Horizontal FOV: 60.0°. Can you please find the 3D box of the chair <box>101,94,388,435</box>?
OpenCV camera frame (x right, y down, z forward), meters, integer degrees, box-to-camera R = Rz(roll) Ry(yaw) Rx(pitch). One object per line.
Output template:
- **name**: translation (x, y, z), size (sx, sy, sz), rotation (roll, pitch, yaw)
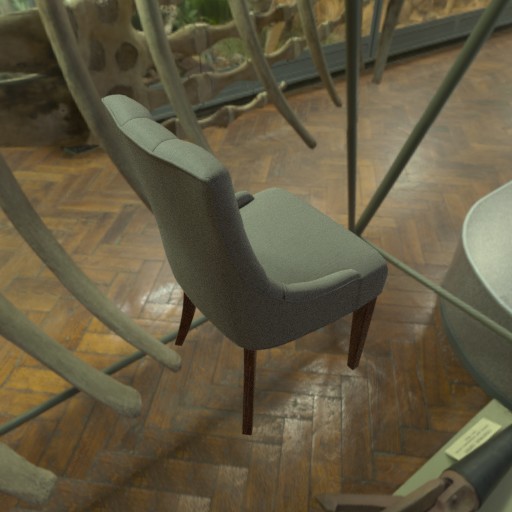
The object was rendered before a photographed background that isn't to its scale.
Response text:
- **chair**: translation (0.000, 0.000, 1.209), size (0.565, 0.874, 0.509), rotation (-26, 46, -27)
